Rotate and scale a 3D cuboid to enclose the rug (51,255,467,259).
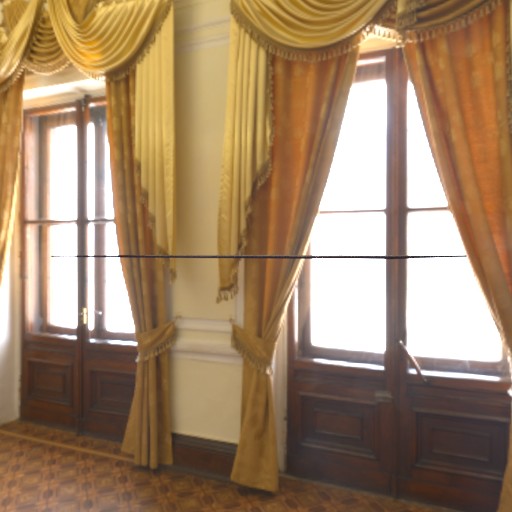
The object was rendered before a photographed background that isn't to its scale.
[{"bbox_3d":[0.000,0.000,2.268,1.781,0.012,1.184,0,0,35],"label":"rug"}]
